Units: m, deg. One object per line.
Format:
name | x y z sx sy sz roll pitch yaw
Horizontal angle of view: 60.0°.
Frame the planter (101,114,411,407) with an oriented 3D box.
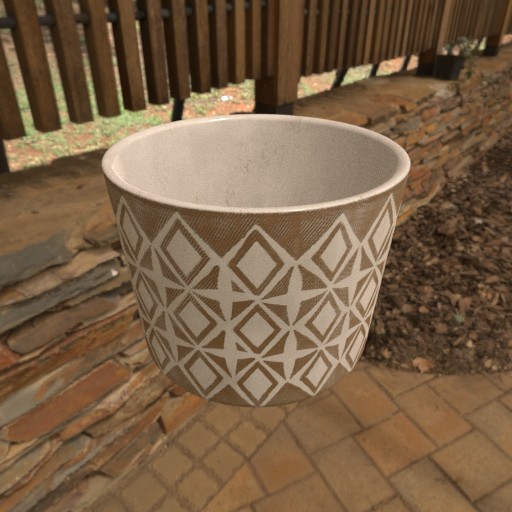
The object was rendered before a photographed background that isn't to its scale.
planter | 0.000 0.000 0.445 0.260 0.220 0.260 0 31 0
